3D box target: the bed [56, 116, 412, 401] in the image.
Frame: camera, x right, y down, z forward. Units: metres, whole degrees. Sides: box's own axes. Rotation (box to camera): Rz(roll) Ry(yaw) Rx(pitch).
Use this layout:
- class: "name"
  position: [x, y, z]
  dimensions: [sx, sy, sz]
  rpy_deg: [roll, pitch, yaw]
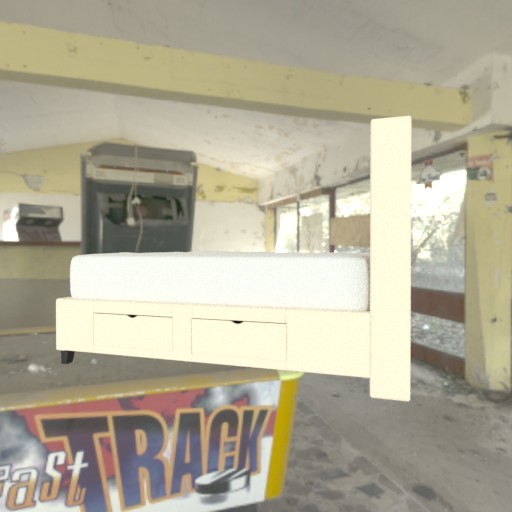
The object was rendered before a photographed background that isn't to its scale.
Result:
- class: "bed"
  position: [0.000, 0.000, 3.466]
  dimensions: [2.280, 1.471, 1.765]
  rpy_deg: [0, 1, 19]
